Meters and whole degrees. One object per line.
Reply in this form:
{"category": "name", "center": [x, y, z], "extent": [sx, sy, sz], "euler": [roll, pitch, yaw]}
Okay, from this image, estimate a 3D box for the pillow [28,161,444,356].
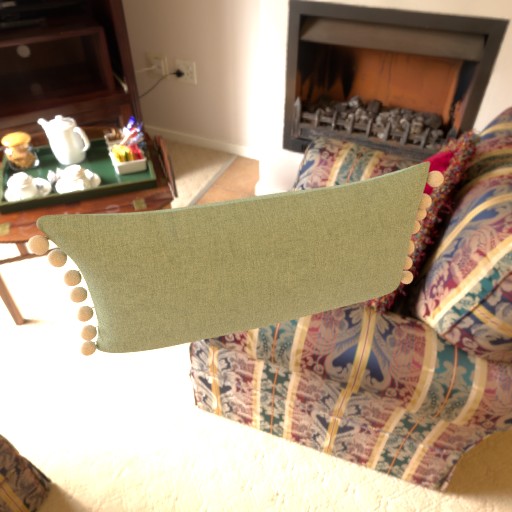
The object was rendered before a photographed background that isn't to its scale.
{"category": "pillow", "center": [0.000, 0.000, 0.819], "extent": [0.709, 0.322, 0.201], "euler": [-11, 43, -12]}
